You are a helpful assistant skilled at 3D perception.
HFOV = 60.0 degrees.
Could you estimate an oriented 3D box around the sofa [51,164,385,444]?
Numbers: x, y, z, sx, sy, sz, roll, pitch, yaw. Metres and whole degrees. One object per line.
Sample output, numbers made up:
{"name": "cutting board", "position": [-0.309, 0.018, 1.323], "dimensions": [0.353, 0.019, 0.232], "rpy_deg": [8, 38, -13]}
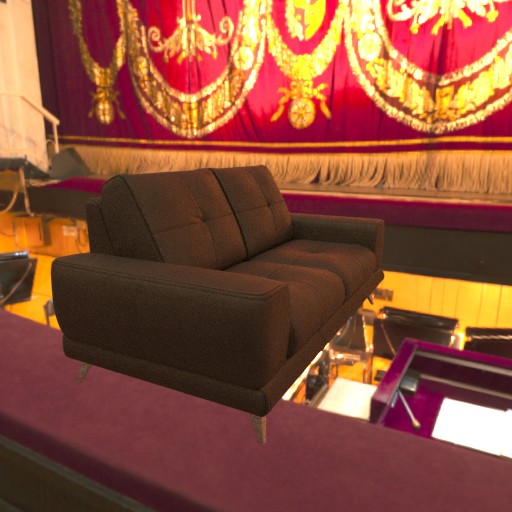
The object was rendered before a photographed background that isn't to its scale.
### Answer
{"name": "sofa", "position": [0.000, 0.000, 2.352], "dimensions": [1.018, 0.907, 1.806], "rpy_deg": [7, 15, 27]}
